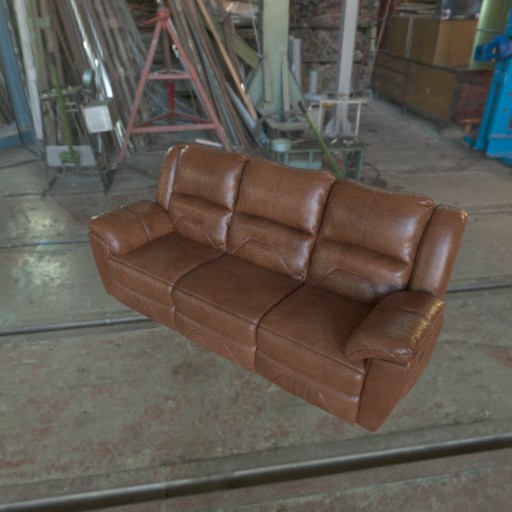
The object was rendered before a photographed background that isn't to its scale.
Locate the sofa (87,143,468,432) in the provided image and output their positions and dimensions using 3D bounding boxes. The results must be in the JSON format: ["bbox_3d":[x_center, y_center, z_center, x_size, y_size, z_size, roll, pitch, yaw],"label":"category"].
[{"bbox_3d":[0.000,0.000,2.886,2.337,1.043,0.991,20,36,30],"label":"sofa"}]
